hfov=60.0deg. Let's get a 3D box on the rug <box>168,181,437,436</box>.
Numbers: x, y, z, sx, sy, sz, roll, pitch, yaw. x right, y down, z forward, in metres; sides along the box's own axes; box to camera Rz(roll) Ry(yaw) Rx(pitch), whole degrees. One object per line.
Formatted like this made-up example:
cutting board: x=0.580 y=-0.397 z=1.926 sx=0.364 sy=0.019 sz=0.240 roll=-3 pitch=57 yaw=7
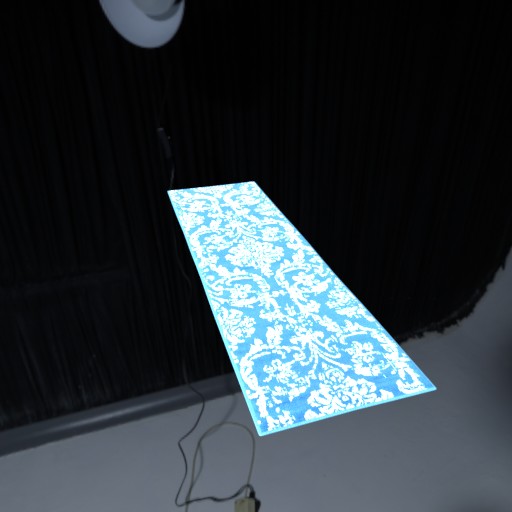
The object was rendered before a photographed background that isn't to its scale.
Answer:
rug: x=0.000 y=0.000 z=2.395 sx=0.662 sy=0.011 sz=2.196 roll=-9 pitch=31 yaw=-15
